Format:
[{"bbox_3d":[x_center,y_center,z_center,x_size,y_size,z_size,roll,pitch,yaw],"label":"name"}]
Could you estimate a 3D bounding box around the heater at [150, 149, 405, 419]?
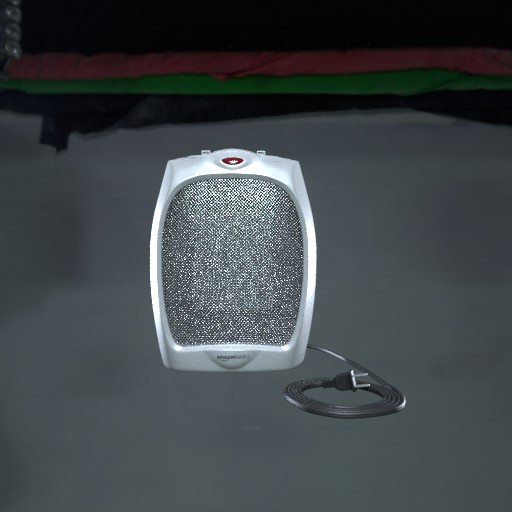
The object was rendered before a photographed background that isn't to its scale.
[{"bbox_3d":[0.000,0.000,0.462,0.239,0.240,0.291,0,-1,-1],"label":"heater"}]
